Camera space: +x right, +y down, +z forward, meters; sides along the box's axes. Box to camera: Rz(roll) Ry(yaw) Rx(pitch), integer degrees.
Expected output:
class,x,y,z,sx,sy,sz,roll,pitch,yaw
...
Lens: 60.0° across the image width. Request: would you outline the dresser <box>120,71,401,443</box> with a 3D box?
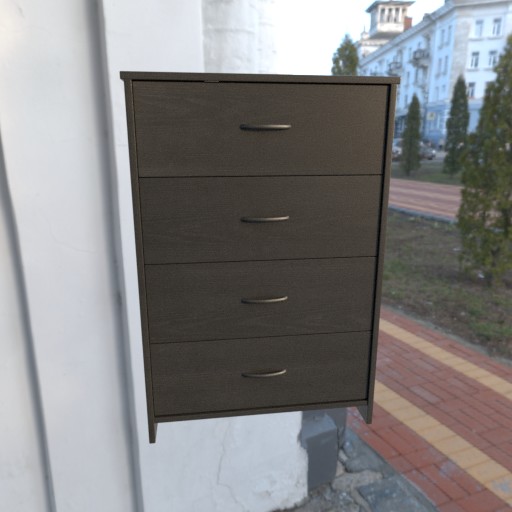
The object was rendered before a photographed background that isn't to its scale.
class,x,y,z,sx,sy,sz,roll,pitch,yaw
dresser,0.000,0.000,1.394,0.700,1.020,0.398,-2,15,-8
